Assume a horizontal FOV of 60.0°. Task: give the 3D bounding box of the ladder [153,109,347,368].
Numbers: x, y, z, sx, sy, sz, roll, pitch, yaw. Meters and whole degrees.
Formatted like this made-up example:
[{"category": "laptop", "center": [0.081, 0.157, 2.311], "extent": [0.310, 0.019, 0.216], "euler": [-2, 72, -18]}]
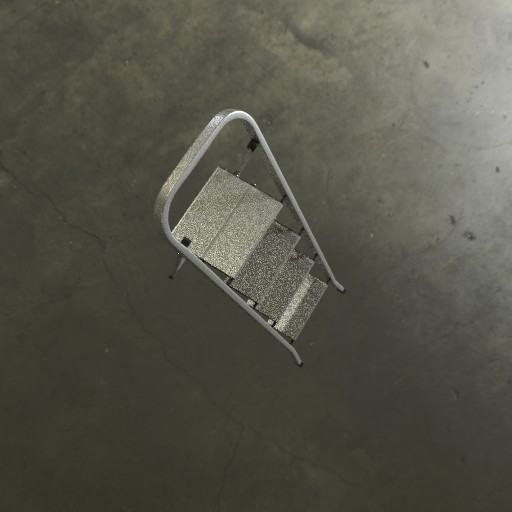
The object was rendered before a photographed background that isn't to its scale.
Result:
[{"category": "ladder", "center": [0.000, 0.000, 1.700], "extent": [0.830, 1.290, 0.465], "euler": [31, 78, 7]}]
